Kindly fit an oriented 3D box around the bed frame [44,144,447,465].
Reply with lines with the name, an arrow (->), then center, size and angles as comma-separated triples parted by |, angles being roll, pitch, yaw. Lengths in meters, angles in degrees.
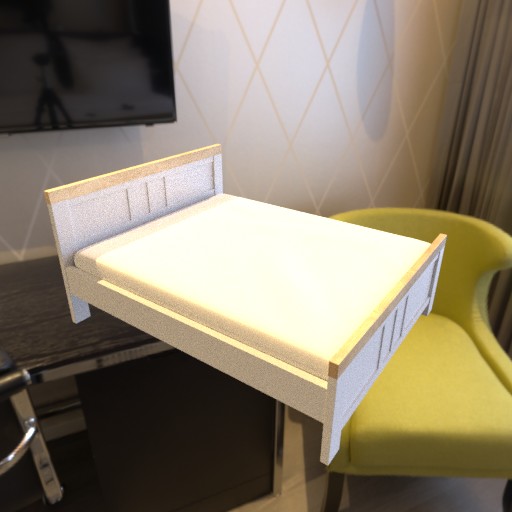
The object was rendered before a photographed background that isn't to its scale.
bed frame -> 0.000, 0.000, 3.042 | 2.050, 0.980, 1.670 | 18, 31, 32
